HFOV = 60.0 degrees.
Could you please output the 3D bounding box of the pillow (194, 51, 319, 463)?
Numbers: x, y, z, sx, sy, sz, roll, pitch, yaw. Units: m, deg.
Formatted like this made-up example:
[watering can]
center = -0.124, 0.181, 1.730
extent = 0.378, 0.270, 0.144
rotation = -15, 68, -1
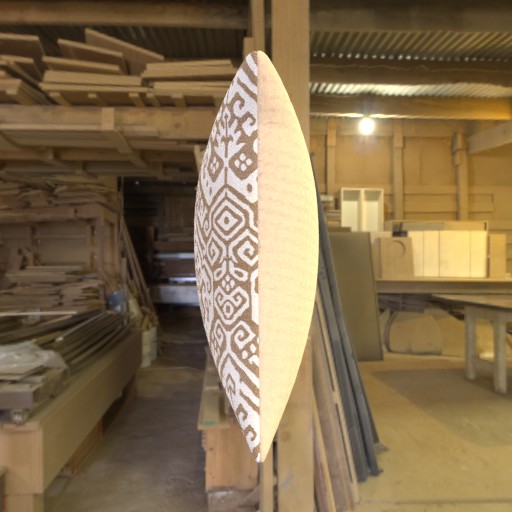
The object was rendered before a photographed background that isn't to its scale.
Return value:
[pillow]
center = 0.000, 0.000, 0.643
extent = 0.173, 0.407, 0.419
rotation = 0, 0, -1
